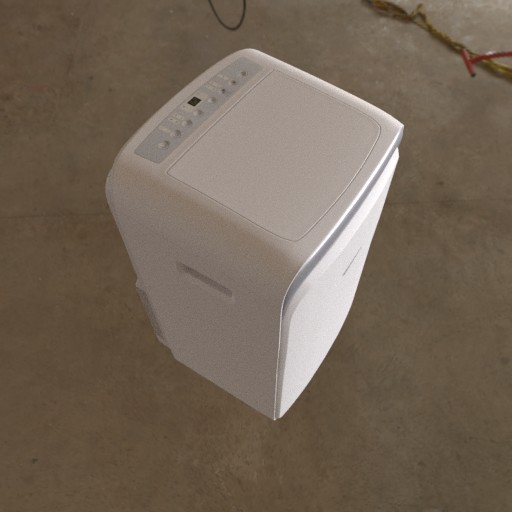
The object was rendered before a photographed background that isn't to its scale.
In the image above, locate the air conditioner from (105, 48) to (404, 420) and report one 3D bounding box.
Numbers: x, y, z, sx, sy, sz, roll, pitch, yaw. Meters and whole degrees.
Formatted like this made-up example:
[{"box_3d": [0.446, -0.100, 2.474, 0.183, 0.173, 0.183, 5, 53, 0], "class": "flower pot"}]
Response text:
[{"box_3d": [0.000, 0.000, 1.041, 0.467, 0.765, 0.478, 29, 62, 17], "class": "air conditioner"}]
